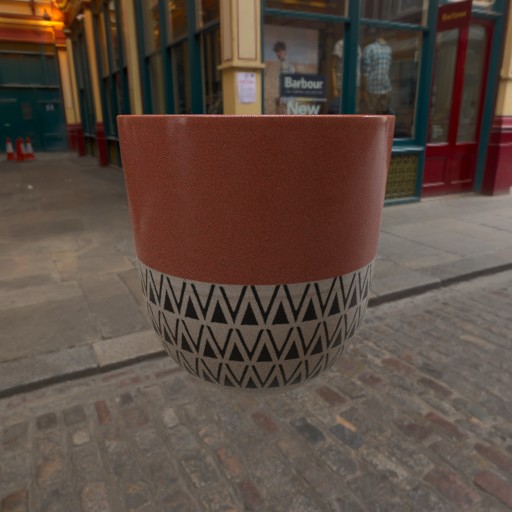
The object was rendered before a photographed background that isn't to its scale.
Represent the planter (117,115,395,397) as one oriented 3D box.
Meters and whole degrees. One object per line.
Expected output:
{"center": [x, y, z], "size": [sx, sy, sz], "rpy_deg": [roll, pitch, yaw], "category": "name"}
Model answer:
{"center": [0.000, 0.000, 0.355], "size": [0.195, 0.214, 0.195], "rpy_deg": [0, 17, 0], "category": "planter"}
